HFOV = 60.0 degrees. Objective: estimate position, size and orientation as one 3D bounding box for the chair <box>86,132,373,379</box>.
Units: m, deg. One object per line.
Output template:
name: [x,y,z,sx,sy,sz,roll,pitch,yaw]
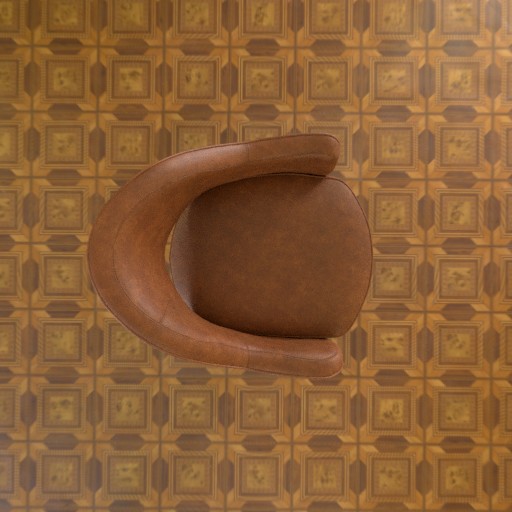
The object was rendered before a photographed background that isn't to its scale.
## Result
chair: [0.000,0.000,1.226,0.640,0.777,0.591,0,90,0]
